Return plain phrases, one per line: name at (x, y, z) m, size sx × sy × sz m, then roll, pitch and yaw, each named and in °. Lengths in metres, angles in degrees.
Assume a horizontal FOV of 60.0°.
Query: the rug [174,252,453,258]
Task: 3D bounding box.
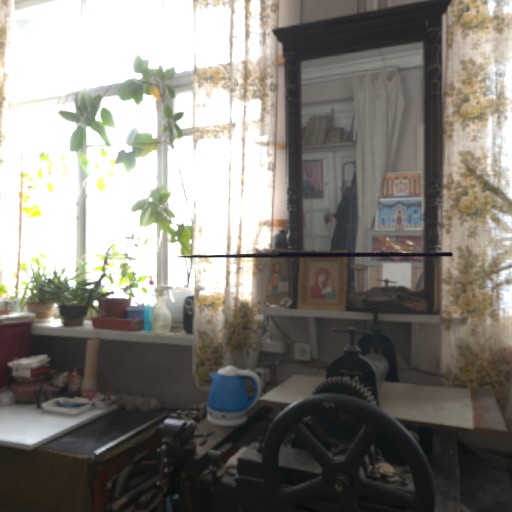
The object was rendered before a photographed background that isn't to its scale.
rug at (0.000, 0.000, 2.416) m, size 0.602 × 0.016 × 2.283 m, roll 0°, pitch 0°, yaw -18°
